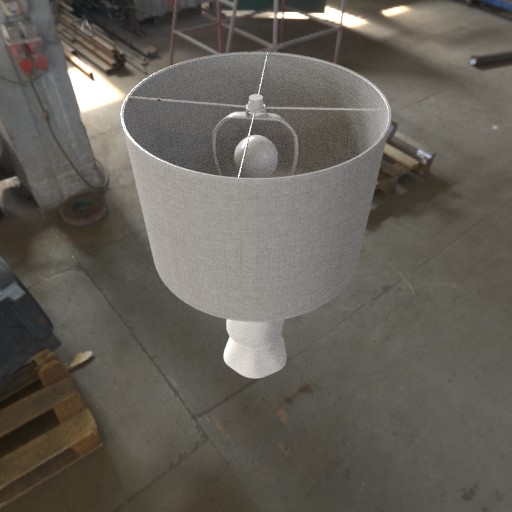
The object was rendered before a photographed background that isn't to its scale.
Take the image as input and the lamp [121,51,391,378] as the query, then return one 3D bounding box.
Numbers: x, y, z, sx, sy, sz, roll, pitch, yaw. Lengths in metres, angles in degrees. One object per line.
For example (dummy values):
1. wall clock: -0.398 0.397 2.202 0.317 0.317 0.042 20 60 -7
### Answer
1. lamp: 0.000 0.000 0.674 0.298 0.503 0.298 4 45 4
